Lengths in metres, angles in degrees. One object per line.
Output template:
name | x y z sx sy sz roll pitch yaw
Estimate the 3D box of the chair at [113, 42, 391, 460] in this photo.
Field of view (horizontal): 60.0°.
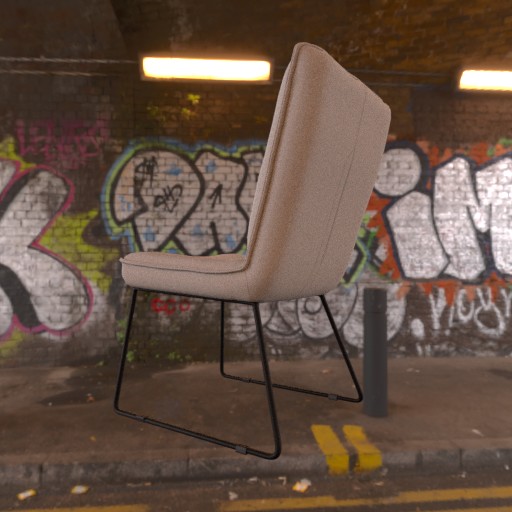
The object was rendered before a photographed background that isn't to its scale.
chair | 0.000 0.000 1.326 0.688 0.930 0.515 -1 -1 35
